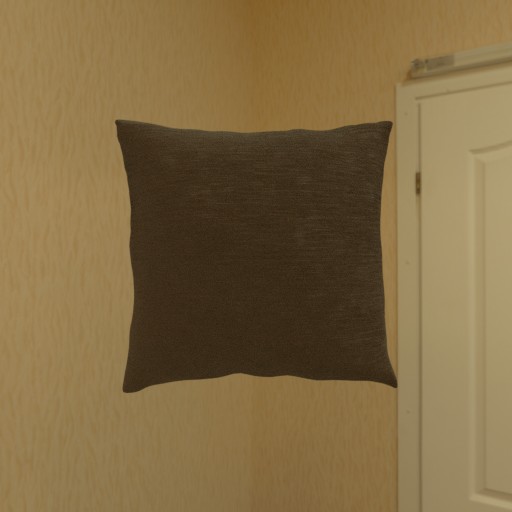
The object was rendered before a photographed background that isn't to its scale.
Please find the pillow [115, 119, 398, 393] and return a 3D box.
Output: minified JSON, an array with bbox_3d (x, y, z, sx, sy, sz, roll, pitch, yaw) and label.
[{"bbox_3d":[0.000,0.000,0.706,0.452,0.439,0.204,0,0,0],"label":"pillow"}]
